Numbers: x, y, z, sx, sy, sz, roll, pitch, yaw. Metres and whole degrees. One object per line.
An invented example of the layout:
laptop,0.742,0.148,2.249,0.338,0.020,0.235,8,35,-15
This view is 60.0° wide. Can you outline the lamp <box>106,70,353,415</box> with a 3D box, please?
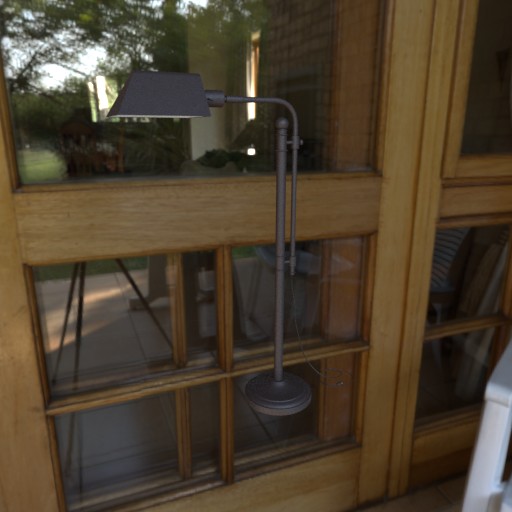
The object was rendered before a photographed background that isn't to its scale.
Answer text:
lamp,0.000,0.000,0.941,0.545,0.708,0.159,-8,17,-25
